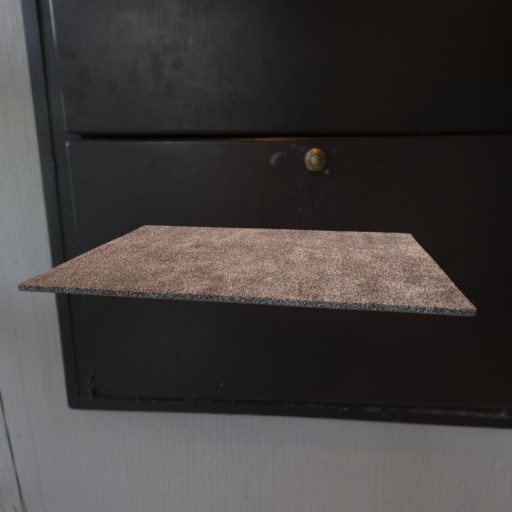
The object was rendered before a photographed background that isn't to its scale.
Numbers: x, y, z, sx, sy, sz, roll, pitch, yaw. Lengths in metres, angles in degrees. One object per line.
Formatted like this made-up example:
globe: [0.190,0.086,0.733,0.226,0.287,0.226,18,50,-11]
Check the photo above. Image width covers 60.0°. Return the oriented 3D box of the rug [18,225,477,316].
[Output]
rug: [0.000,0.000,2.087,1.601,0.025,1.198,2,15,9]
